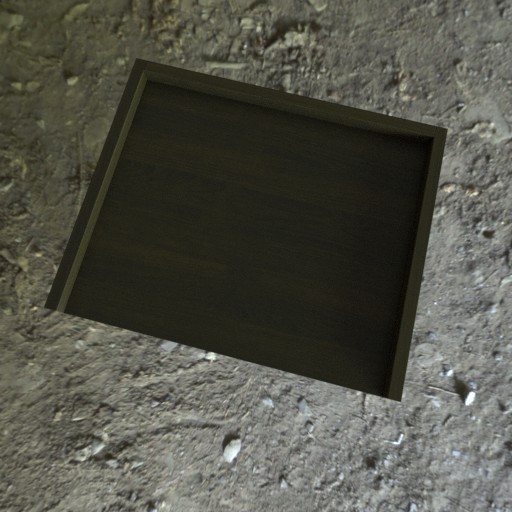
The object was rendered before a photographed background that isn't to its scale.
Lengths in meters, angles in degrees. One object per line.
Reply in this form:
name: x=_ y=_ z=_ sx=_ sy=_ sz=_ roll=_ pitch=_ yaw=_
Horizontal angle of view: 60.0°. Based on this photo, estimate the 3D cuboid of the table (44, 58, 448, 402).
table: x=0.000 y=0.000 z=0.808 sx=0.450 sy=0.470 sz=0.370 roll=14 pitch=77 yaw=3
